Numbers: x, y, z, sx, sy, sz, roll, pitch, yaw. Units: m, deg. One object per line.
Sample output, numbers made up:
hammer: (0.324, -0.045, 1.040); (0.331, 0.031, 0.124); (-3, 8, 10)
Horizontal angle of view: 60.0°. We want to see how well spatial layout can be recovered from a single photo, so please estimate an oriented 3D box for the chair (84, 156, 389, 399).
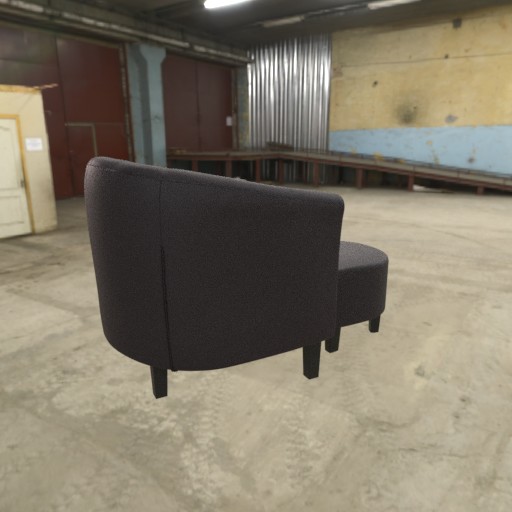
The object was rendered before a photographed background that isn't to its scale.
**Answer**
chair: (0.000, 0.000, 1.707); (1.191, 0.760, 0.763); (-7, 16, -27)
